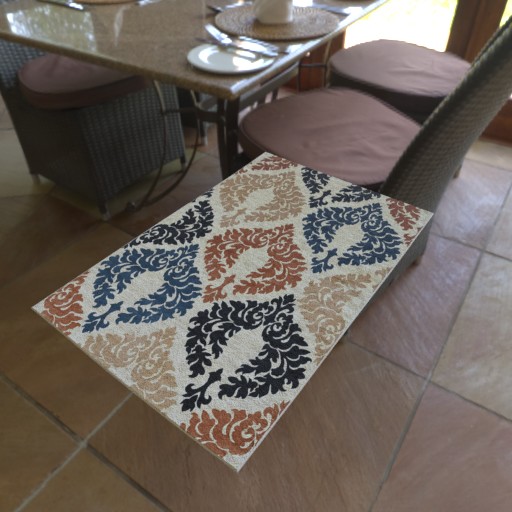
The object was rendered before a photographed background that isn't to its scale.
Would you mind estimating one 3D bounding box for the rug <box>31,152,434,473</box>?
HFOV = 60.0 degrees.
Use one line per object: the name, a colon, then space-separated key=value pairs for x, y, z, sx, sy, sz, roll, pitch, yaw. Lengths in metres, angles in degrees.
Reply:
rug: x=0.000 y=0.000 z=2.858 sx=1.514 sy=0.014 sz=2.275 roll=27 pitch=48 yaw=27
